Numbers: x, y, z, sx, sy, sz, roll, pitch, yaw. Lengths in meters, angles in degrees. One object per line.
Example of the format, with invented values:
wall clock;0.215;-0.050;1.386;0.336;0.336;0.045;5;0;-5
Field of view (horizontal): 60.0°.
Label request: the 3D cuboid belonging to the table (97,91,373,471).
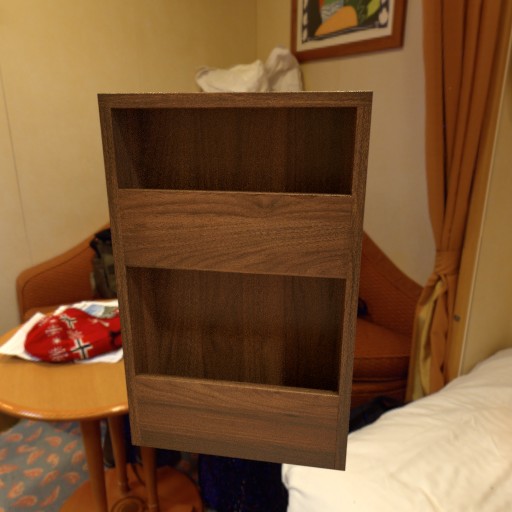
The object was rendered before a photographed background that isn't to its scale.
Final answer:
table;0.000;0.000;1.559;0.660;1.041;0.786;3;17;9
